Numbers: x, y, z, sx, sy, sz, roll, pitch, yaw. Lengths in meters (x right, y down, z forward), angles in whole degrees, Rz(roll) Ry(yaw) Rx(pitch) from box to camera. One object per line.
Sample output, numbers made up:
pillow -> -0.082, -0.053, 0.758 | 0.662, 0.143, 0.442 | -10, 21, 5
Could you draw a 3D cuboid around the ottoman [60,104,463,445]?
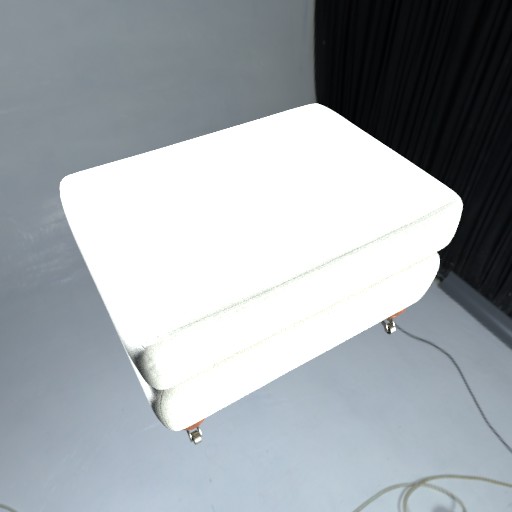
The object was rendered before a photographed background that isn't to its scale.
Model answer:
ottoman -> 0.000, 0.000, 1.134 | 0.773, 0.499, 0.569 | -23, 49, -21
